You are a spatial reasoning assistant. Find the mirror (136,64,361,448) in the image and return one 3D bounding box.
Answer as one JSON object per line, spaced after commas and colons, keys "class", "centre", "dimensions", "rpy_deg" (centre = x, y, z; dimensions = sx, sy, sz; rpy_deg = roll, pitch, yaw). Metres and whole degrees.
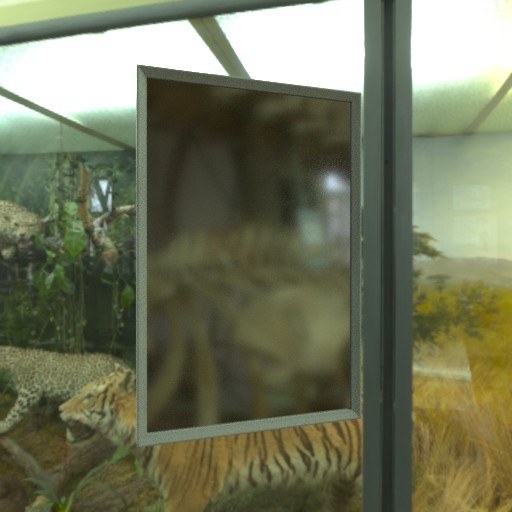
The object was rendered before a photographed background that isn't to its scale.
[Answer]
{"class": "mirror", "centre": [0.000, 0.000, 1.169], "dimensions": [0.609, 0.915, 0.041], "rpy_deg": [0, 0, -18]}
